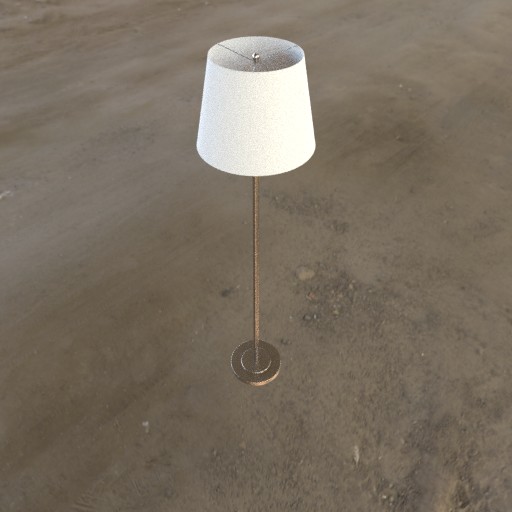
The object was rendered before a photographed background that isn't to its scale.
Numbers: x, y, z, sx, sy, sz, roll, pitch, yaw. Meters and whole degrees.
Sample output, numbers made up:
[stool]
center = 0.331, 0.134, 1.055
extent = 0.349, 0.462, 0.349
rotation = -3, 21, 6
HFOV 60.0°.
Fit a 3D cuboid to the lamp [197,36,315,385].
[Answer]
[lamp]
center = 0.000, 0.000, 1.666
extent = 0.355, 1.473, 0.355
rotation = 0, 44, 0
